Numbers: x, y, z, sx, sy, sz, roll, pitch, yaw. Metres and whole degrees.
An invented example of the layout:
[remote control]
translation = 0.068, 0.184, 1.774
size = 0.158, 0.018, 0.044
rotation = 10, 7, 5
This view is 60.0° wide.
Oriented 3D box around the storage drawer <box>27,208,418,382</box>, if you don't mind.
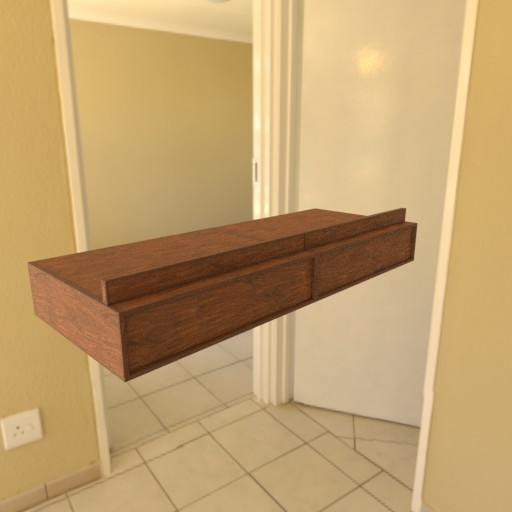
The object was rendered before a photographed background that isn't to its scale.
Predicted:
[storage drawer]
translation = 0.000, 0.000, 2.239
size = 0.774, 0.339, 1.914
rotation = 15, 21, 43
